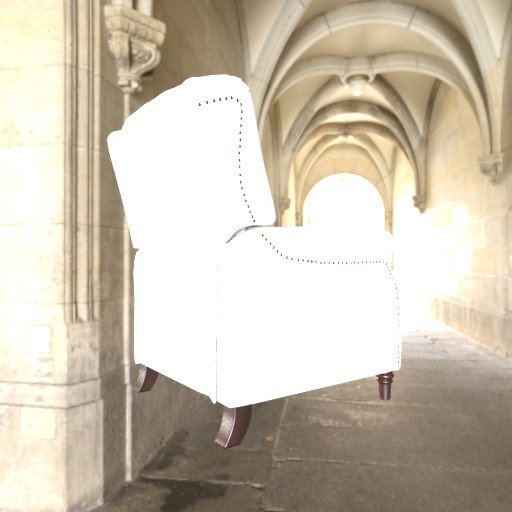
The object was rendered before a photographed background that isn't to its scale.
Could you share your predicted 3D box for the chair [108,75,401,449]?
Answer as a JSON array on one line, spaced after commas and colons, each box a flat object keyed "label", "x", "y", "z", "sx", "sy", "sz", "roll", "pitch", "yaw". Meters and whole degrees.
[{"label": "chair", "x": 0.000, "y": 0.000, "z": 1.639, "sx": 0.902, "sy": 1.035, "sz": 0.742, "roll": 0, "pitch": -1, "yaw": -36}]
